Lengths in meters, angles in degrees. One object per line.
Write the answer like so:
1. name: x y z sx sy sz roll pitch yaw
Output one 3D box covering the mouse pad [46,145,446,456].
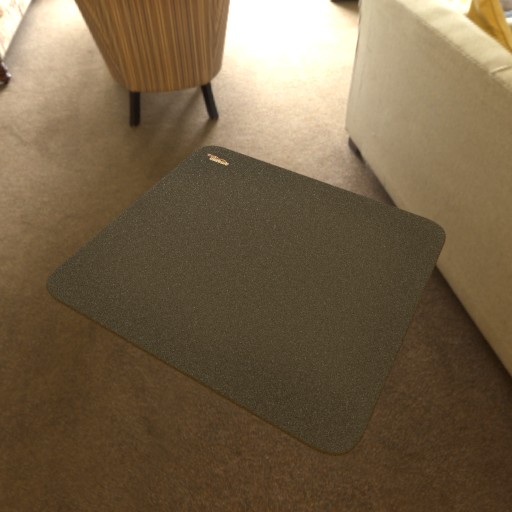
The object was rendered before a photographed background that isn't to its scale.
1. mouse pad: 0.000 0.000 0.321 0.229 0.003 0.203 24 52 20
